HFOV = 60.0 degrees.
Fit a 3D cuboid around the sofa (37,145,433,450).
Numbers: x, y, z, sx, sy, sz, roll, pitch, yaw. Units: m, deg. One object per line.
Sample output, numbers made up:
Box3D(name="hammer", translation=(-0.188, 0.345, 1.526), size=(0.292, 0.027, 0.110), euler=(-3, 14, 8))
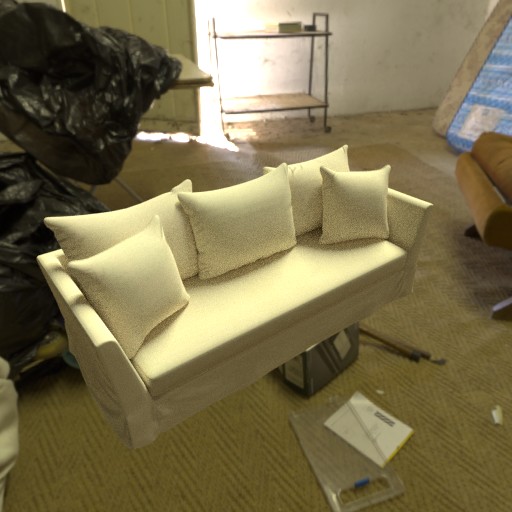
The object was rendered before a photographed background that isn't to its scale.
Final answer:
Box3D(name="sofa", translation=(0.000, 0.000, 2.999), size=(2.484, 1.042, 1.030), euler=(-21, 37, -31))
